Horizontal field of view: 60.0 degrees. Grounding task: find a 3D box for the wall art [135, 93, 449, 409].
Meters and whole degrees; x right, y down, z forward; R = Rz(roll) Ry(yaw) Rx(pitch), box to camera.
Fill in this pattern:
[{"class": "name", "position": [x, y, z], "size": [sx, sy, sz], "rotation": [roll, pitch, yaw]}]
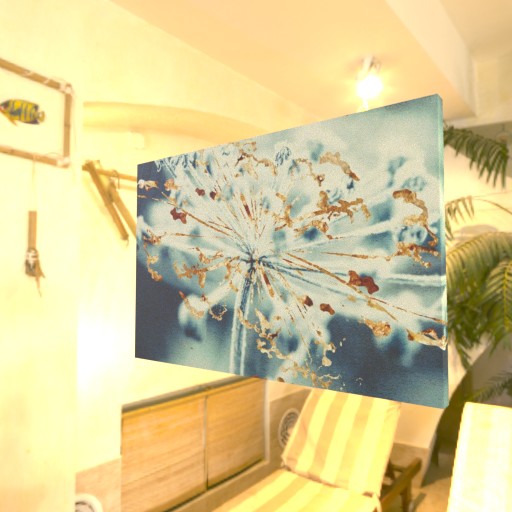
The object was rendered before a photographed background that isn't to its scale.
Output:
[{"class": "wall art", "position": [0.000, 0.000, 1.138], "size": [0.912, 0.608, 0.038], "rotation": [-2, -4, 36]}]
